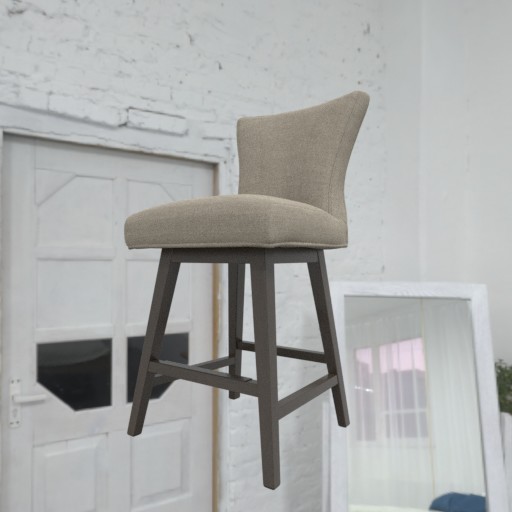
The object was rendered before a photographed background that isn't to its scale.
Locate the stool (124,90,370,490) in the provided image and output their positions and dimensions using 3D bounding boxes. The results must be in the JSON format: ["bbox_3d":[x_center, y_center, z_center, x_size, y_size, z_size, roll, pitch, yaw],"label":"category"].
[{"bbox_3d":[0.000,0.000,1.304,0.514,1.000,0.574,0,0,37],"label":"stool"}]
